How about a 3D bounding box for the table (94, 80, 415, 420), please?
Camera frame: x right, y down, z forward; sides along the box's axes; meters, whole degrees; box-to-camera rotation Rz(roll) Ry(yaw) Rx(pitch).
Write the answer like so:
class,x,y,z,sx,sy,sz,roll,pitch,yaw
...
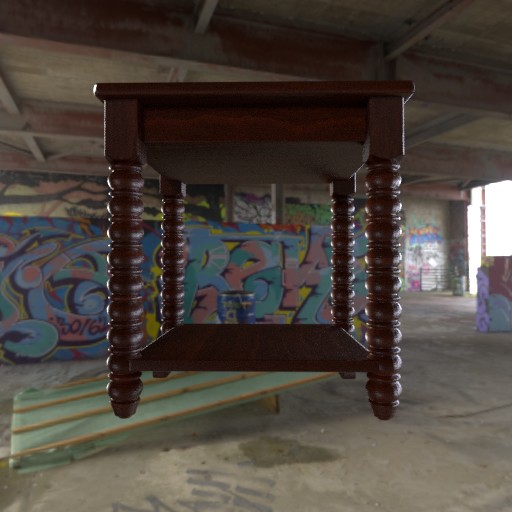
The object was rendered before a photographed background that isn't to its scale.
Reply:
class,x,y,z,sx,sy,sz,roll,pitch,yaw
table,0.000,0.000,0.972,0.533,0.567,0.500,0,-1,1
